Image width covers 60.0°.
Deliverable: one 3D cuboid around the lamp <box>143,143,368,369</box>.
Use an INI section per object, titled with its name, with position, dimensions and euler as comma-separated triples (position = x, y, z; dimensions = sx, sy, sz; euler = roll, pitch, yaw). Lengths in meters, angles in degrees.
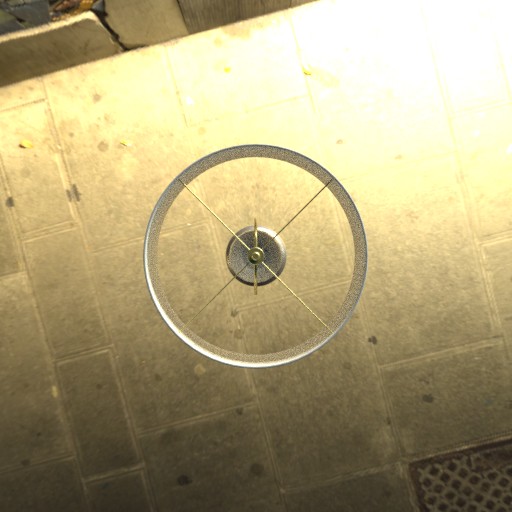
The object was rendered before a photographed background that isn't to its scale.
[lamp]
position = 0.000, 0.000, 0.804
dimensions = 0.328, 0.612, 0.328
euler = 0, 90, 0
